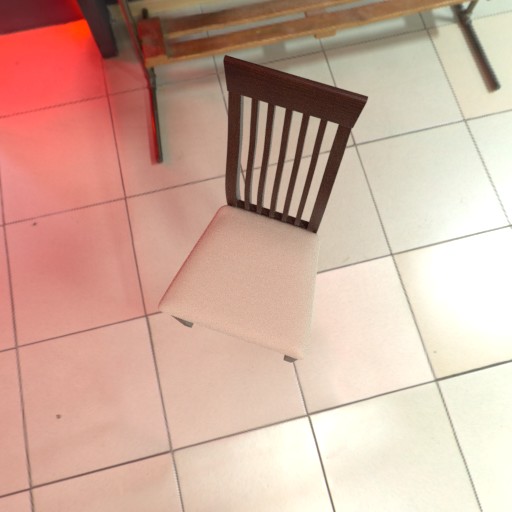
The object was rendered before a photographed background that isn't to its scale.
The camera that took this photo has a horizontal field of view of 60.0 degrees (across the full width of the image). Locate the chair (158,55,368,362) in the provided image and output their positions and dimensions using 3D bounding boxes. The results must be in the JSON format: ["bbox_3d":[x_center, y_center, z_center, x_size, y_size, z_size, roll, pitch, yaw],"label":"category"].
[{"bbox_3d":[0.000,0.000,1.289,0.460,1.027,0.474,18,76,5],"label":"chair"}]
